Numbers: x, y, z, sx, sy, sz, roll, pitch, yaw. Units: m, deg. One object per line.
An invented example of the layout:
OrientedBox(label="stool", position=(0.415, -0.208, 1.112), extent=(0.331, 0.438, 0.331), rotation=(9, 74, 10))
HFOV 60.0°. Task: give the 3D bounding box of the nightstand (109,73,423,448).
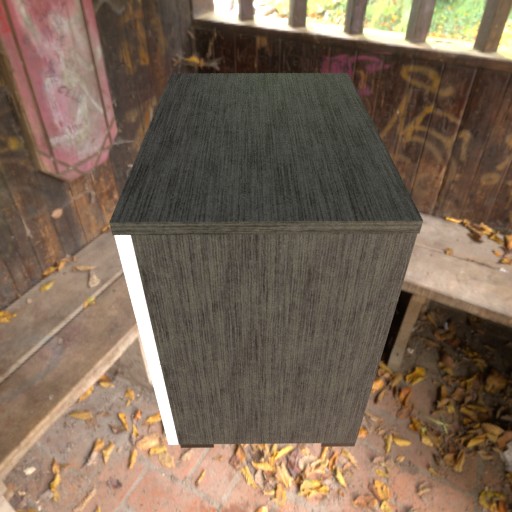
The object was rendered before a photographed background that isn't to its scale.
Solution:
OrientedBox(label="nightstand", position=(0.000, 0.000, 0.752), extent=(0.325, 0.460, 0.441), rotation=(0, 40, 0))
